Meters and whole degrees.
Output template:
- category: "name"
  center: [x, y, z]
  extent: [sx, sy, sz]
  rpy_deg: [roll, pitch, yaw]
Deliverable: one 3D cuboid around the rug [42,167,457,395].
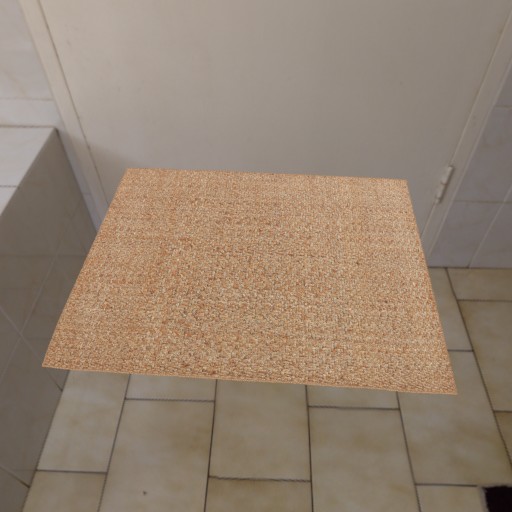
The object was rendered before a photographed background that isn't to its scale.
- category: "rug"
  center: [0.000, 0.000, 4.008]
  extent: [3.048, 0.013, 2.439]
  rpy_deg: [3, 48, 3]
